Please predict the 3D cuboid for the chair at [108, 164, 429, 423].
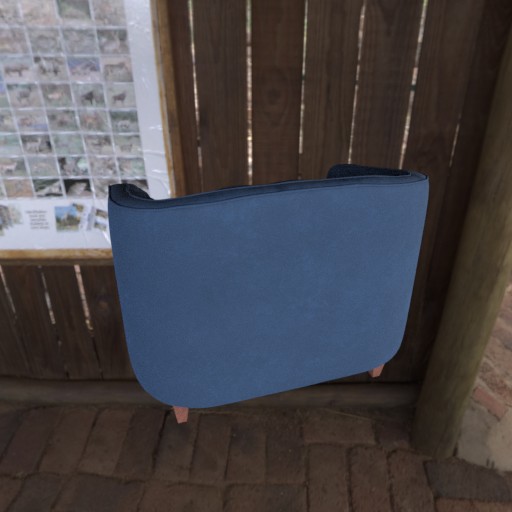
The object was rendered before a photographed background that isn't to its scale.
[{"bbox_3d":[0.000,0.000,1.800,1.094,0.852,0.940,-8,28,-16],"label":"chair"}]
